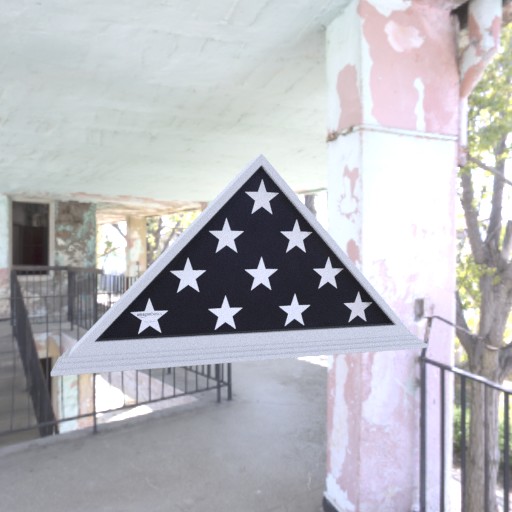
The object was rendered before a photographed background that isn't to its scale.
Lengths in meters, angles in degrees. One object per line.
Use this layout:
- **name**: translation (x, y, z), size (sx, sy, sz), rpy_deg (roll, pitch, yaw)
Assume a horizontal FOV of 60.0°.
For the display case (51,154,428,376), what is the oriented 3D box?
- **display case**: translation (0.000, 0.000, 0.769), size (0.640, 0.340, 0.095), rpy_deg (0, 0, -18)
